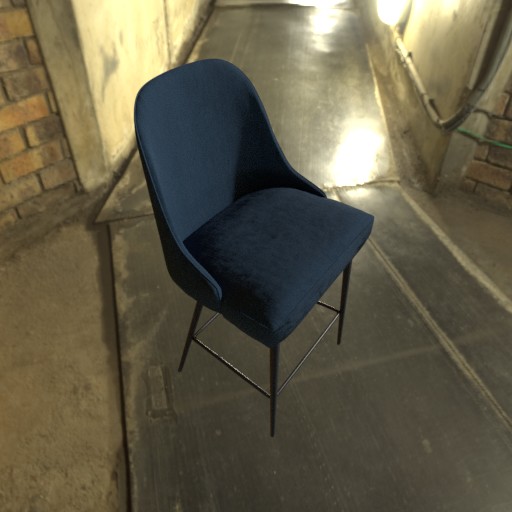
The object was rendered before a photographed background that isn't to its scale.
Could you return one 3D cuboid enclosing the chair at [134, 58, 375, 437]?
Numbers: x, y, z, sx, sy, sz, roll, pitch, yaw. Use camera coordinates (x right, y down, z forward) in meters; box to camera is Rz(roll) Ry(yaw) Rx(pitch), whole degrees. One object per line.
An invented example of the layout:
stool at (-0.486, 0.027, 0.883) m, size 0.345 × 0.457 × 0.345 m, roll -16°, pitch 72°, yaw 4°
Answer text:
chair at (0.000, 0.000, 1.246) m, size 0.489 × 0.927 × 0.526 m, roll 25°, pitch 47°, yaw 26°
